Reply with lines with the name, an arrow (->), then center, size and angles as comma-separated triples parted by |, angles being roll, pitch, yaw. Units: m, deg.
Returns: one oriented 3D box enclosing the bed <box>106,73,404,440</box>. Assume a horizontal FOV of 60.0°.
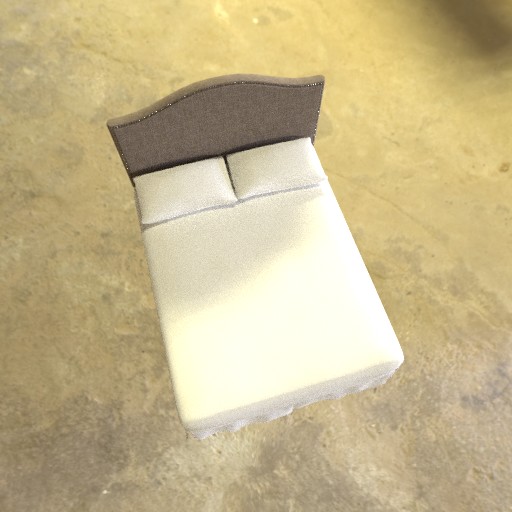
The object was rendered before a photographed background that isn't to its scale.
bed -> 0.000, 0.000, 3.305 | 1.713, 1.518, 2.153 | -15, 65, -7
